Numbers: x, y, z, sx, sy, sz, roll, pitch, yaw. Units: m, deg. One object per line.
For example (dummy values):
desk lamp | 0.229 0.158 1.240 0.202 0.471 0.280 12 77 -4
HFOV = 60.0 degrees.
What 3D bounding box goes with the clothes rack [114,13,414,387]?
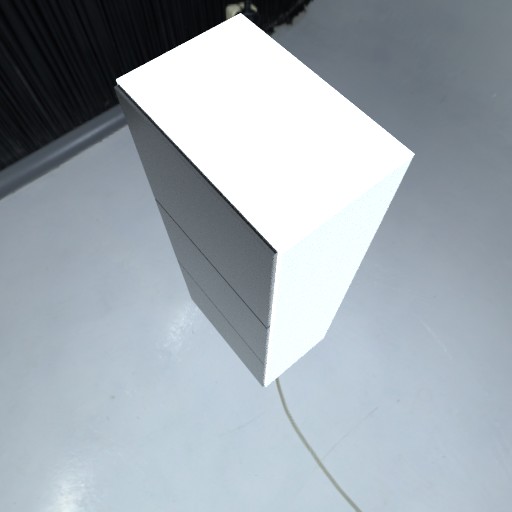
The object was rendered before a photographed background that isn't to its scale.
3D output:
clothes rack | 0.000 0.000 1.367 0.330 1.187 0.500 -36 69 -16
